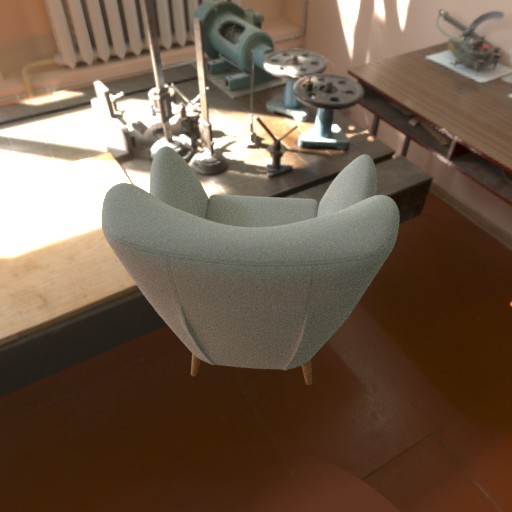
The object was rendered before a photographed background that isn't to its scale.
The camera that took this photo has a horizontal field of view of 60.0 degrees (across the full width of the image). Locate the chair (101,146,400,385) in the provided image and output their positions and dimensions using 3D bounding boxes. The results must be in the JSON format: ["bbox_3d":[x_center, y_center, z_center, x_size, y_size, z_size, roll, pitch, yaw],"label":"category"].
[{"bbox_3d":[0.000,0.000,1.627,0.890,0.889,0.889,3,45,3],"label":"chair"}]
